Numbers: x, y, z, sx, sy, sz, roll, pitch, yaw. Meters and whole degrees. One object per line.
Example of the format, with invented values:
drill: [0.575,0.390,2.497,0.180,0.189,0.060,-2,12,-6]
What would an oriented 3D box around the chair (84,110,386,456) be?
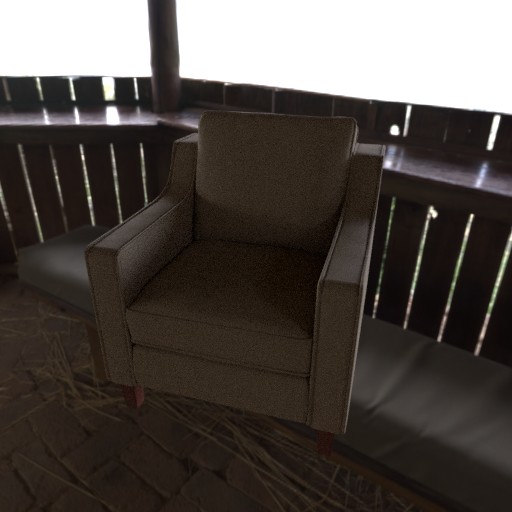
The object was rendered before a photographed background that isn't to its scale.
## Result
chair: [0.000,0.000,1.670,0.831,0.960,0.909,8,28,15]
